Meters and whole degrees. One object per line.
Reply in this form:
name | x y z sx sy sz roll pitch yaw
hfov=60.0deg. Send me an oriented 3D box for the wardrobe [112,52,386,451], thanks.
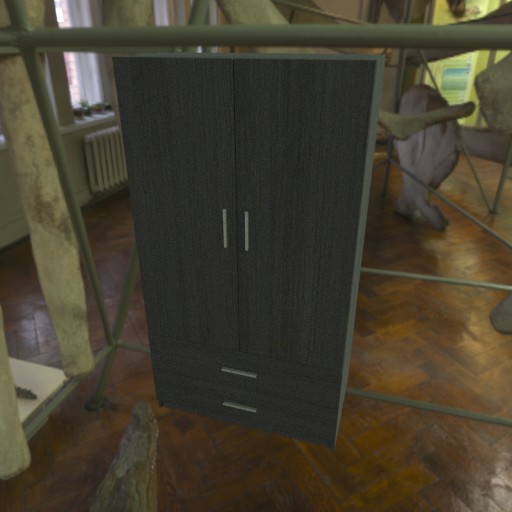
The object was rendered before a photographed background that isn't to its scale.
wardrobe | 0.000 0.000 2.193 0.991 1.808 0.577 8 27 16
